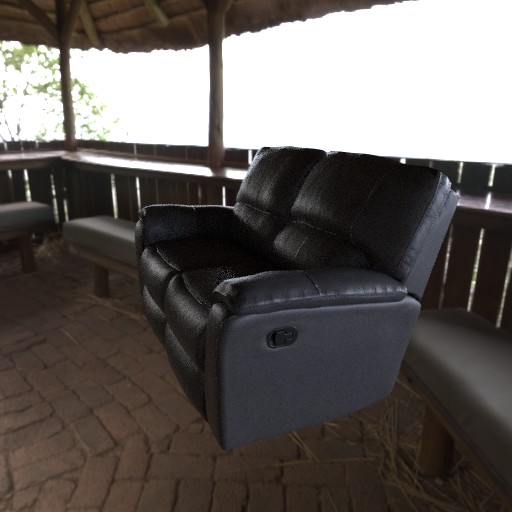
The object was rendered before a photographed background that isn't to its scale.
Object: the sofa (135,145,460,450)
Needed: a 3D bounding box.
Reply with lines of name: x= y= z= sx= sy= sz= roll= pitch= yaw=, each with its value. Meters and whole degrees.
sofa: x=0.000 y=0.000 z=2.401 sx=1.104 sy=1.111 sz=1.765 roll=-7 pitch=18 yaw=-23
